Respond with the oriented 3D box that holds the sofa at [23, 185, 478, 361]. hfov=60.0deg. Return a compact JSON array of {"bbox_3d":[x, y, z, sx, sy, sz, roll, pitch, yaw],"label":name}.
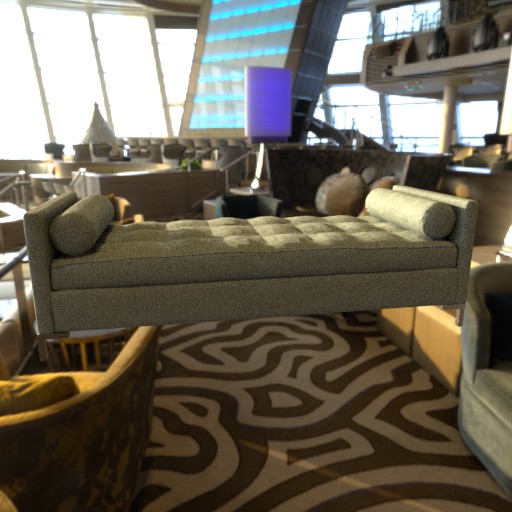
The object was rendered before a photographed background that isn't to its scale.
[{"bbox_3d":[0.000,0.000,2.421,2.102,0.657,0.797,-3,15,-10],"label":"sofa"}]
